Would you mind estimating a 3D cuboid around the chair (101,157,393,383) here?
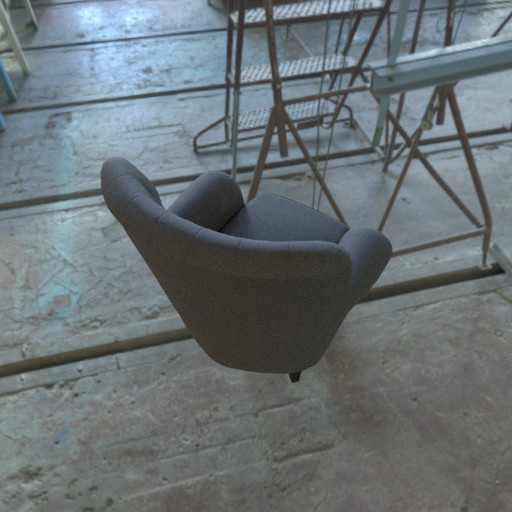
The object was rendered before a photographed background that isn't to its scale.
[{"bbox_3d":[0.000,0.000,1.867,0.983,1.046,0.983,24,52,20],"label":"chair"}]
